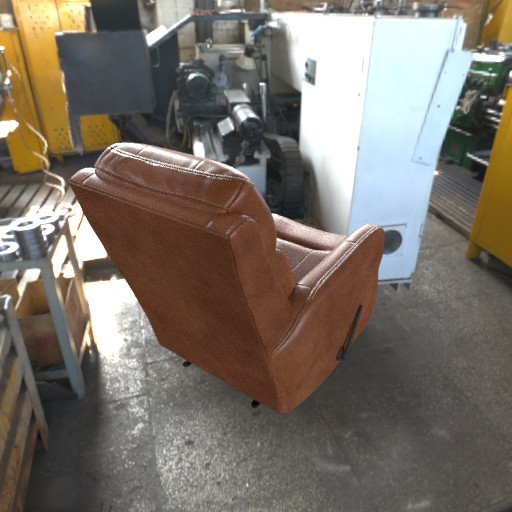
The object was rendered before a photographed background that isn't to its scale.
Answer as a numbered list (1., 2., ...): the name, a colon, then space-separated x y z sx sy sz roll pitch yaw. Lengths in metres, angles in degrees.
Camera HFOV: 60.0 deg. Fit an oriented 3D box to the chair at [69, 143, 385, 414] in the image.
1. chair: 0.000 0.000 1.789 0.821 1.016 1.072 20 35 32
